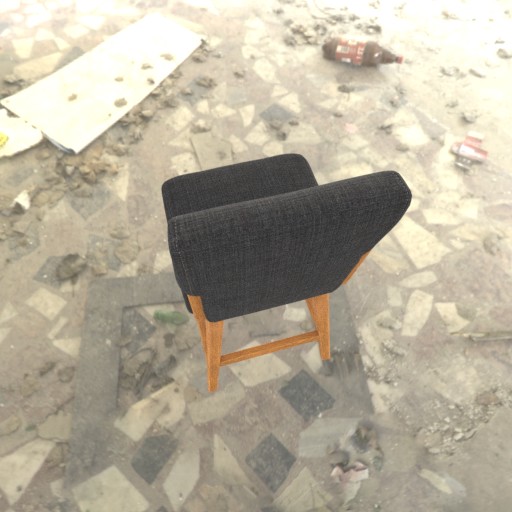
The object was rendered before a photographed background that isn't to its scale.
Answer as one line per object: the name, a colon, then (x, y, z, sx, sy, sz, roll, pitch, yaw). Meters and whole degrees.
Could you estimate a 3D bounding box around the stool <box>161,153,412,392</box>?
stool: (0.000, 0.000, 1.284, 0.459, 1.010, 0.526, -13, 59, -8)
